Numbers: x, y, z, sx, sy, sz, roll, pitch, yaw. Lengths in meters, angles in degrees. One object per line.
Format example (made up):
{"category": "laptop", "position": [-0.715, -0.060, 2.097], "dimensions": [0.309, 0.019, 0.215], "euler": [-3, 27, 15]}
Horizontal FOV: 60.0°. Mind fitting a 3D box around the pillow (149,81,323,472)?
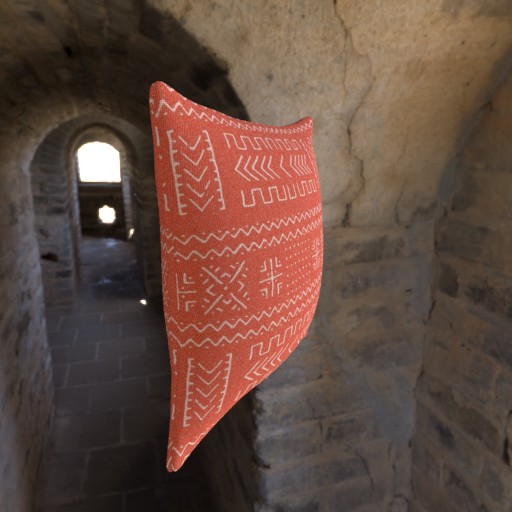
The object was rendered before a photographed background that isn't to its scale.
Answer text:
{"category": "pillow", "position": [0.000, 0.000, 0.653], "dimensions": [0.164, 0.429, 0.438], "euler": [7, 15, 26]}
